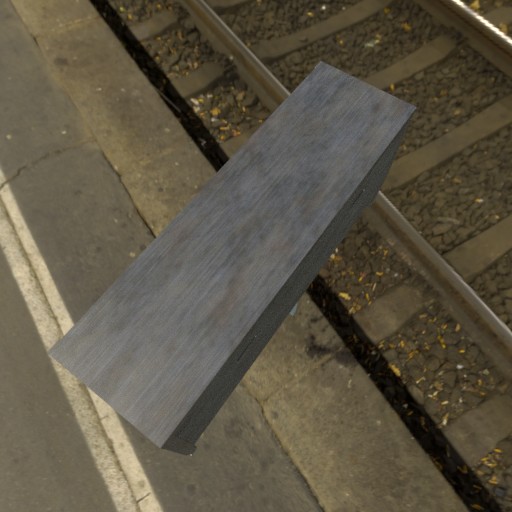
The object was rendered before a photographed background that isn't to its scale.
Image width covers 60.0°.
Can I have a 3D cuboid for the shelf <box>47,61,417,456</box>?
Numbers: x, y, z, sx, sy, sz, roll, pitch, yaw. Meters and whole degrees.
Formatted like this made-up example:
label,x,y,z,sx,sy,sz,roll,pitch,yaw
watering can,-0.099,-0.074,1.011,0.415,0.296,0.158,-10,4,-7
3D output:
label,x,y,z,sx,sy,sz,roll,pitch,yaw
shelf,0.000,0.000,1.906,0.479,0.719,1.575,33,68,15
